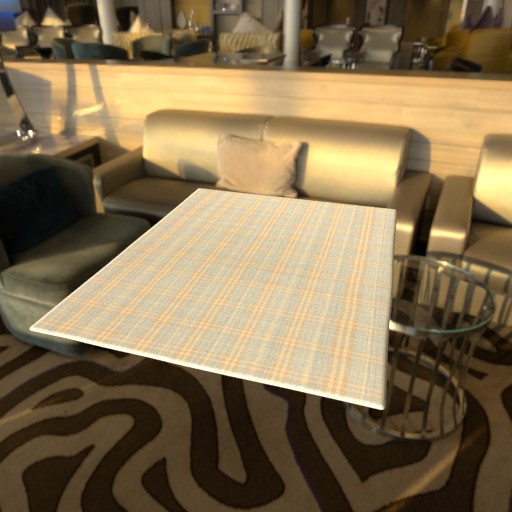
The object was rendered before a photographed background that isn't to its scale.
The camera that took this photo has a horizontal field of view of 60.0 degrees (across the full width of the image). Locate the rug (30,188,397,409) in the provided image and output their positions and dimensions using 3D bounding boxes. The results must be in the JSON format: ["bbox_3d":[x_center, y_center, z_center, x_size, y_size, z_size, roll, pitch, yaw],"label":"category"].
[{"bbox_3d":[0.000,0.000,4.105,2.462,0.030,3.066,8,30,15],"label":"rug"}]
